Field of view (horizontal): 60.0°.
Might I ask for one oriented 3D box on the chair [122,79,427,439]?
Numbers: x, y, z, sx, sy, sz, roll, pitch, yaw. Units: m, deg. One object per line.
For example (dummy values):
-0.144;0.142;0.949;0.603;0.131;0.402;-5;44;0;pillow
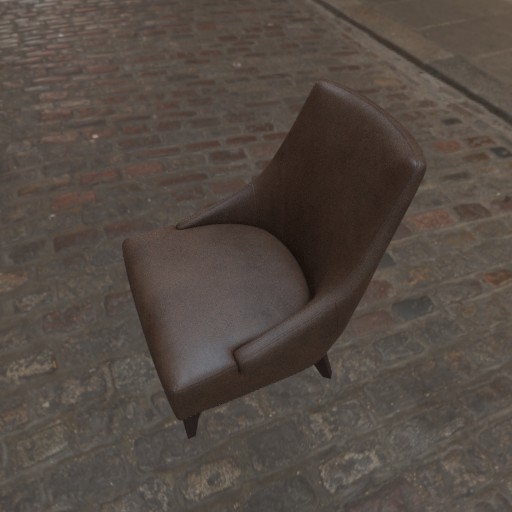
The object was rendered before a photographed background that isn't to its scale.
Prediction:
0.000;0.000;1.525;0.861;0.909;0.701;-17;49;-16;chair
